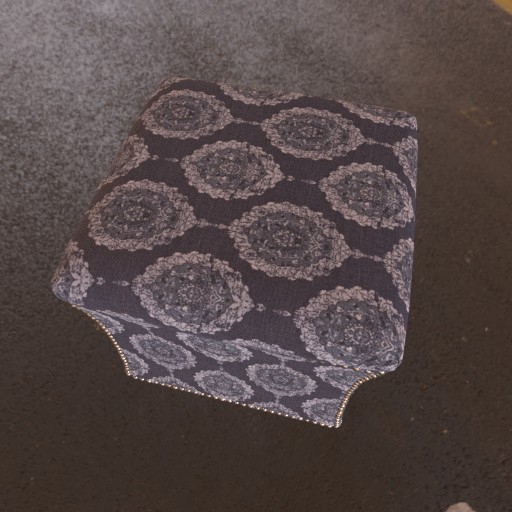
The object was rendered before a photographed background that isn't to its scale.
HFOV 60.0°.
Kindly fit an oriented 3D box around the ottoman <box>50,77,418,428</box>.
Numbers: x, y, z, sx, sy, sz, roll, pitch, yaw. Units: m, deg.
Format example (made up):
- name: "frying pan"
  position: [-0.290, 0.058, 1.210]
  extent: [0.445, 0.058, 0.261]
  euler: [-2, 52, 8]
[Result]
- name: "ottoman"
  position: [0.000, 0.000, 0.875]
  extent: [0.507, 0.475, 0.497]
  euler: [12, 59, 7]
